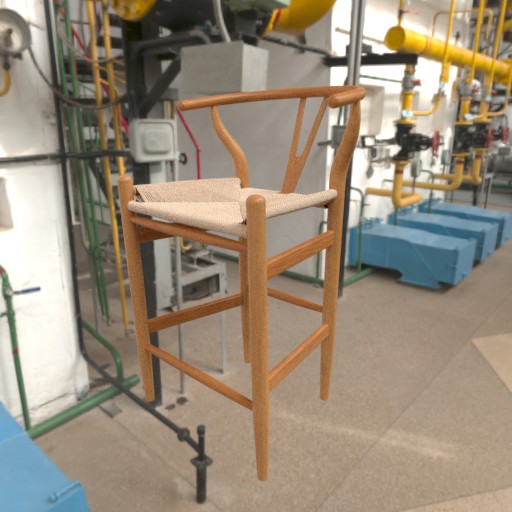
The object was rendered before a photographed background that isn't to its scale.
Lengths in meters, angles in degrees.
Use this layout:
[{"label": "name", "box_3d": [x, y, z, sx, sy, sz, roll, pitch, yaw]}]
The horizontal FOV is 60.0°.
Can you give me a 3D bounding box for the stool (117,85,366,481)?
[{"label": "stool", "box_3d": [0.000, 0.000, 1.321, 0.569, 0.970, 0.579, 15, 23, 40]}]
